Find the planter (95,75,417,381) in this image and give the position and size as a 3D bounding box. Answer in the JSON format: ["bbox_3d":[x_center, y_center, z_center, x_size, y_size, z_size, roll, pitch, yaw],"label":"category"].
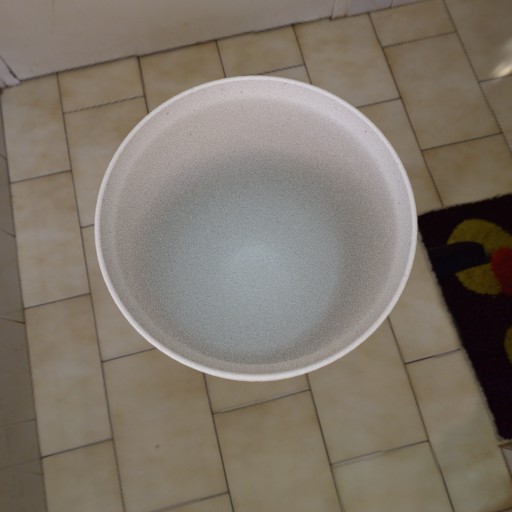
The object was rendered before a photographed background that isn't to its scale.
[{"bbox_3d":[0.000,0.000,0.495,0.268,0.270,0.268,0,75,0],"label":"planter"}]
